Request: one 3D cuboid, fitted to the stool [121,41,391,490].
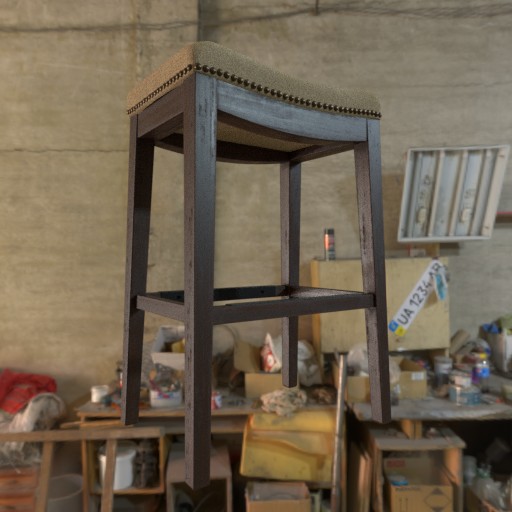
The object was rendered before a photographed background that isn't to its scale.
[{"bbox_3d":[0.000,0.000,1.017,0.509,0.768,0.363,0,1,-35],"label":"stool"}]
